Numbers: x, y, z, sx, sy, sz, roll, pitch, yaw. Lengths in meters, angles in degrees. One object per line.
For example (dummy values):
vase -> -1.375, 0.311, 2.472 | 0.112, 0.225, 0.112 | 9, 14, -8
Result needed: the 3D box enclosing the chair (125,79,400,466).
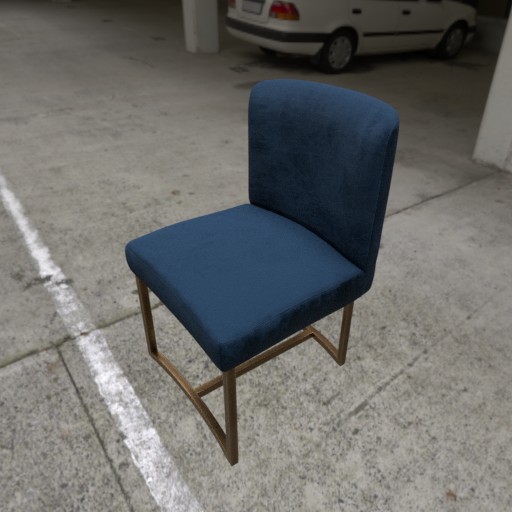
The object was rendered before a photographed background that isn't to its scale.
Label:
chair -> 0.000, 0.000, 1.208 | 0.560, 0.824, 0.530 | -21, 37, -30
